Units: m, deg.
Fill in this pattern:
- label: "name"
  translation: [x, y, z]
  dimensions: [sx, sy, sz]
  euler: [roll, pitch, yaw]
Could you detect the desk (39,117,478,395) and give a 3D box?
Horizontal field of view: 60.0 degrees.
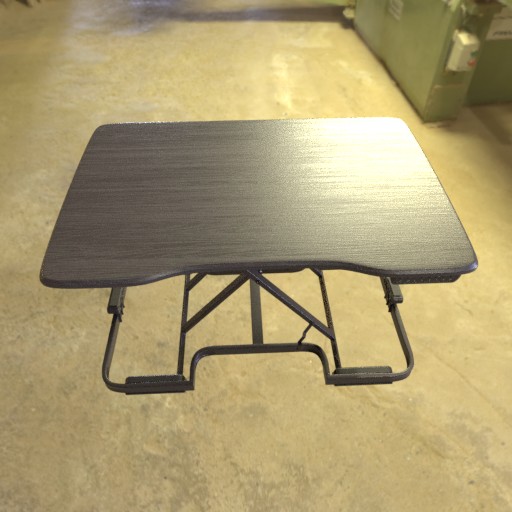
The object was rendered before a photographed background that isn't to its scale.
- label: "desk"
  translation: [0.000, 0.000, 1.142]
  dimensions: [0.820, 0.470, 0.546]
  euler: [-2, 47, -2]
